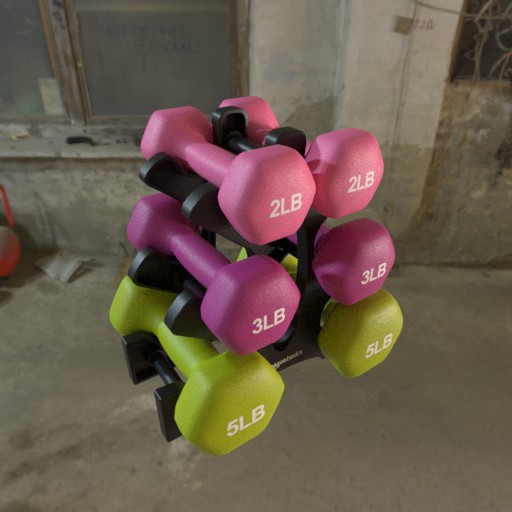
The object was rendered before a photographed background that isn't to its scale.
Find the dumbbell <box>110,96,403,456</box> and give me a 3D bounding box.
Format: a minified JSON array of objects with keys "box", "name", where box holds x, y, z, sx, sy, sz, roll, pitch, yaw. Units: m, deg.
[{"box":[0.000,0.000,0.425,0.257,0.261,0.203,-20,37,-29],"name":"dumbbell"}]
